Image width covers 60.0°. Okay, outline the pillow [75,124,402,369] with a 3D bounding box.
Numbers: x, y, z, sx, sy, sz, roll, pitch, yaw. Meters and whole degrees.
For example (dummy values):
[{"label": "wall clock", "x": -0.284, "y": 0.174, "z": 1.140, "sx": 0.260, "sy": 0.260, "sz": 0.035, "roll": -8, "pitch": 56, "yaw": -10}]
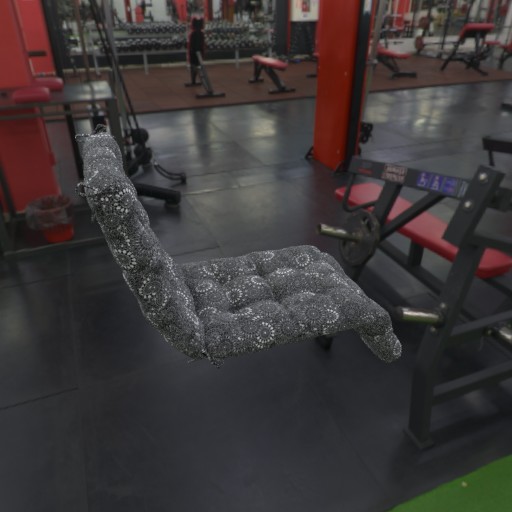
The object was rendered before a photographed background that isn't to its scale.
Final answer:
[{"label": "pillow", "x": 0.000, "y": 0.000, "z": 1.520, "sx": 1.016, "sy": 0.863, "sz": 0.526, "roll": -10, "pitch": 32, "yaw": -17}]
